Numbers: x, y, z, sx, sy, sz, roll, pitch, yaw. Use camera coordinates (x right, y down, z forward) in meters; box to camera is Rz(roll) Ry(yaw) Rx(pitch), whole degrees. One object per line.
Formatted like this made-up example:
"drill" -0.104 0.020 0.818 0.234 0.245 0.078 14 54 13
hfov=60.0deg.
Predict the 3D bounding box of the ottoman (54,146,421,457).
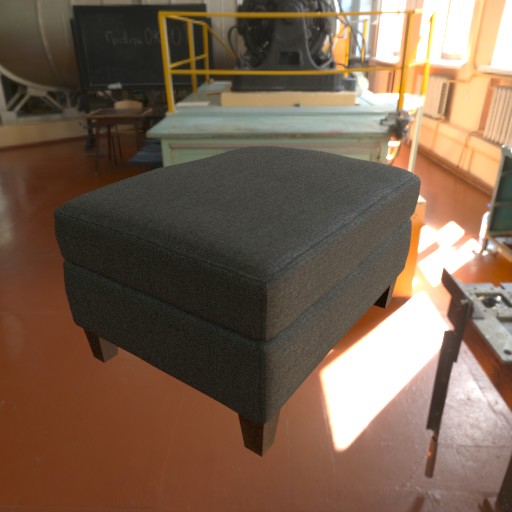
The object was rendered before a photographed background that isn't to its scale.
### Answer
"ottoman" 0.000 0.000 1.235 0.639 0.496 0.826 17 30 31
